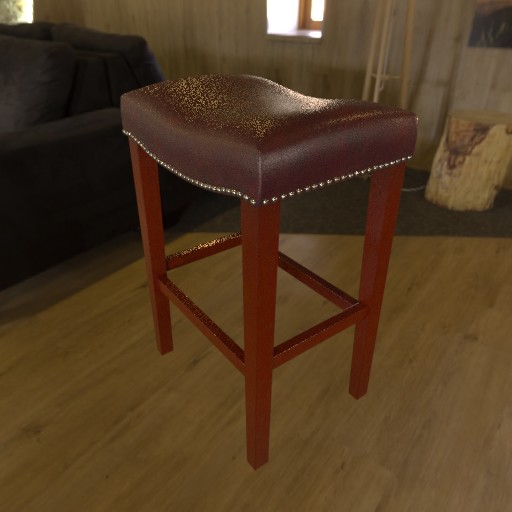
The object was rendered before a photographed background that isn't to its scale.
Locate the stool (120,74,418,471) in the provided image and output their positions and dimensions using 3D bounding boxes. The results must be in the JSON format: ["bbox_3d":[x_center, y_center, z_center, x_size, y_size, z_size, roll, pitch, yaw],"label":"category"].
[{"bbox_3d":[0.000,0.000,1.039,0.372,0.742,0.504,-21,37,-31],"label":"stool"}]
